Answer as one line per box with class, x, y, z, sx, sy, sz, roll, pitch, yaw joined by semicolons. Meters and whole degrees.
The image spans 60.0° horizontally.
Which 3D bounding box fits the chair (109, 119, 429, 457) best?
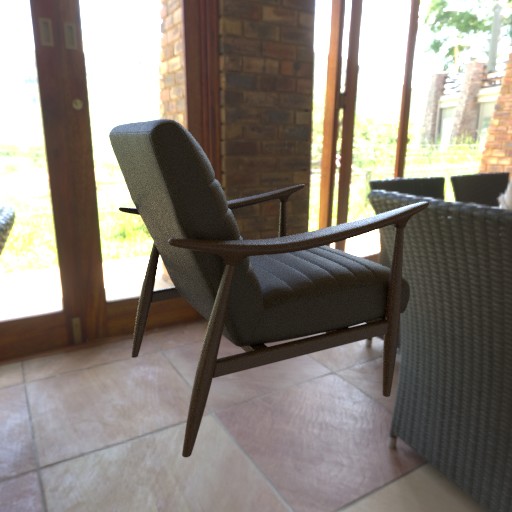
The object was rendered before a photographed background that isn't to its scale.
chair;0.000;0.000;1.455;0.798;0.831;0.741;-7;16;-26
